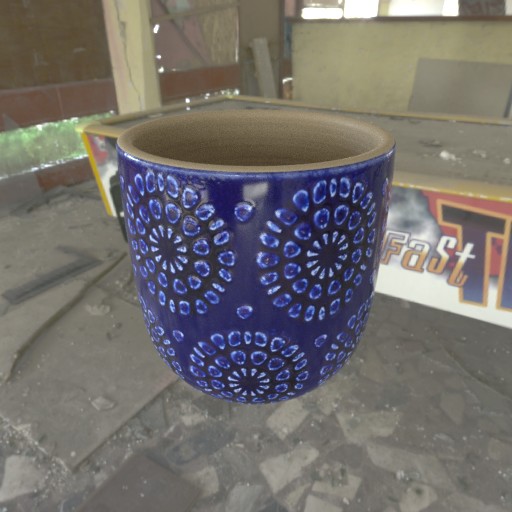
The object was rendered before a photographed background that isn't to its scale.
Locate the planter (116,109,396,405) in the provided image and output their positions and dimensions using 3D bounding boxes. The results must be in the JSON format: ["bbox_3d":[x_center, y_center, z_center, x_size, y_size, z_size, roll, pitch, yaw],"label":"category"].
[{"bbox_3d":[0.000,0.000,0.202,0.109,0.112,0.109,0,27,0],"label":"planter"}]
